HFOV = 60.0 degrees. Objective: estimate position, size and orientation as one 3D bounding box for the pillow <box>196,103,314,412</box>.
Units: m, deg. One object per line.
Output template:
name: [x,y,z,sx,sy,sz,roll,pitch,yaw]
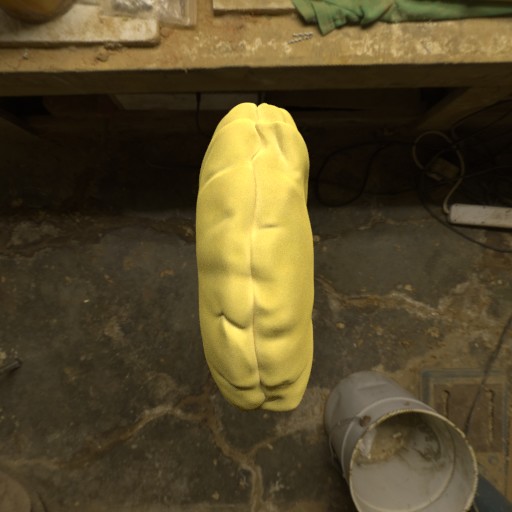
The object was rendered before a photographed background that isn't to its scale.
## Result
pillow: [0.000,0.000,0.631,0.148,0.407,0.428,0,91,0]
